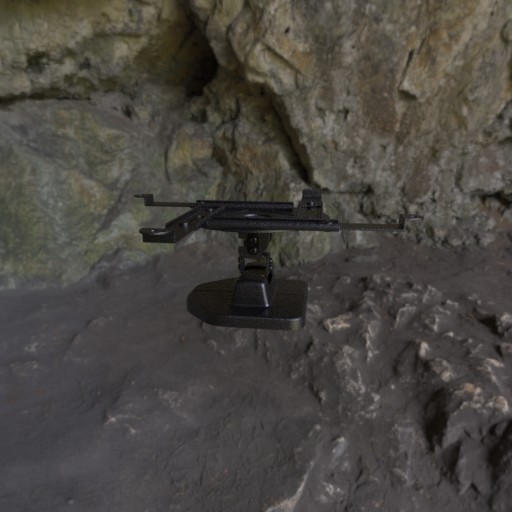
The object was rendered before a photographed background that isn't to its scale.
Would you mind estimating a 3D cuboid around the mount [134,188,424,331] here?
[{"bbox_3d":[0.000,0.000,0.600,0.394,0.141,0.394,2,15,8],"label":"mount"}]
